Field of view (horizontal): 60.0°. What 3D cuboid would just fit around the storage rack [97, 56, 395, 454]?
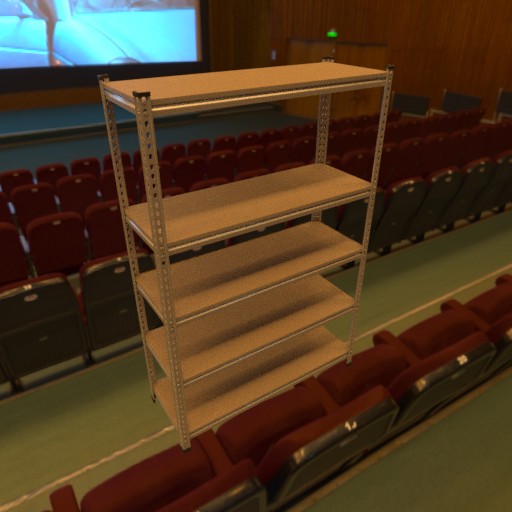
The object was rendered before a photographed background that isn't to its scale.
[{"bbox_3d":[0.000,0.000,2.345,1.219,1.829,0.457,-18,35,-28],"label":"storage rack"}]
